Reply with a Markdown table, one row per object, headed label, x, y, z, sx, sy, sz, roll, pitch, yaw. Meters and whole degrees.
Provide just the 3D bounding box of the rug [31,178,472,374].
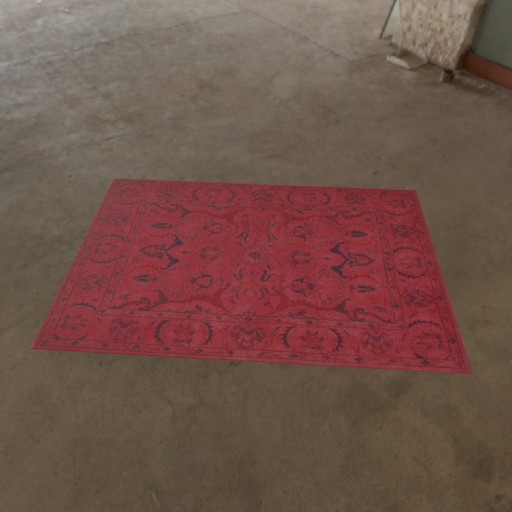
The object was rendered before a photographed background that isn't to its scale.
| label | x | y | z | sx | sy | sz | roll | pitch | yaw |
| --- | --- | --- | --- | --- | --- | --- | --- | --- | --- |
| rug | 0.000 | 0.000 | 2.238 | 1.814 | 0.008 | 1.209 | 3 | 46 | 3 |
